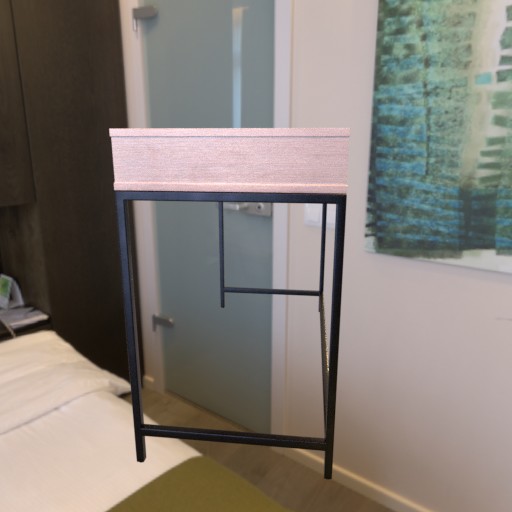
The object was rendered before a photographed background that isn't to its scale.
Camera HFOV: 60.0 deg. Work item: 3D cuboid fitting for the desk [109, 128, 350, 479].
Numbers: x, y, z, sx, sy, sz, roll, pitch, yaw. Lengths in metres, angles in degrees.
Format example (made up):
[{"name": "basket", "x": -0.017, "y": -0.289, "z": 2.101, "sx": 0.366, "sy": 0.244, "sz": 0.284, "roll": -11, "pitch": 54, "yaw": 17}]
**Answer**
[{"name": "desk", "x": 0.000, "y": 0.000, "z": 1.413, "sx": 0.470, "sy": 0.762, "sz": 1.016, "roll": 2, "pitch": 15, "yaw": 7}]
